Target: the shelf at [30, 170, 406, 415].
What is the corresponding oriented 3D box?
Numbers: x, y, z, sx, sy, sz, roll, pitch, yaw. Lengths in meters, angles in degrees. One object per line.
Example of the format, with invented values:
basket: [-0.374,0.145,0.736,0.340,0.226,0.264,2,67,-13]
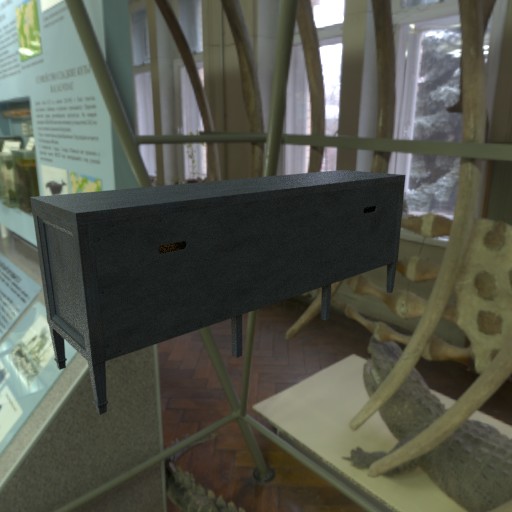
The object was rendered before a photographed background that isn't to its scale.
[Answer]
shelf: [0.000,0.000,2.207,1.878,0.715,0.471,-13,20,-40]
